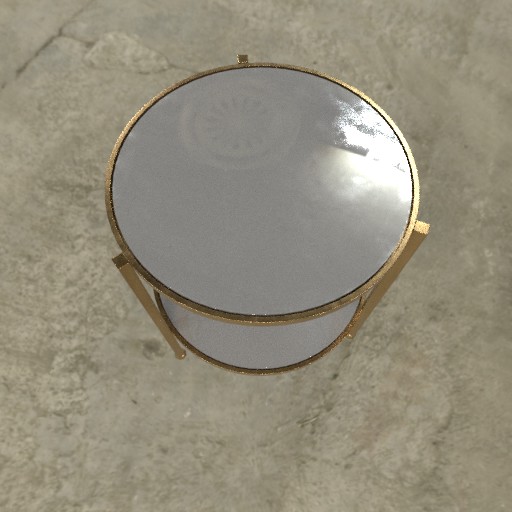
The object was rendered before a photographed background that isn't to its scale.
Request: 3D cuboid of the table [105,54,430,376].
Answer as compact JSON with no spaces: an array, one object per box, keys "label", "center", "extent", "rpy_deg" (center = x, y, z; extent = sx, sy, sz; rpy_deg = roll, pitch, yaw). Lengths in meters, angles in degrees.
[{"label":"table","center":[0.000,0.000,0.449],"extent":[0.243,0.269,0.231],"rpy_deg":[-34,69,-15]}]
